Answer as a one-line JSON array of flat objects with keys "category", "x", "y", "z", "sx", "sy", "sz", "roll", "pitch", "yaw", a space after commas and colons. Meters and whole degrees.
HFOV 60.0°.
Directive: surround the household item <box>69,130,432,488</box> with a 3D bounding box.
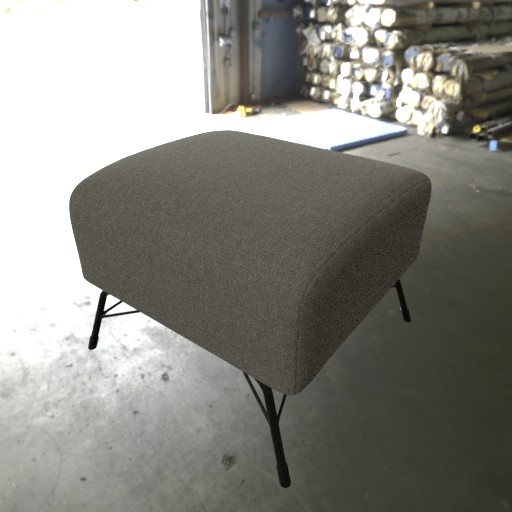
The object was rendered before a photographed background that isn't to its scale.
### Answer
[{"category": "household item", "x": 0.000, "y": 0.000, "z": 0.907, "sx": 0.530, "sy": 0.410, "sz": 0.530, "roll": 22, "pitch": 37, "yaw": 32}]
